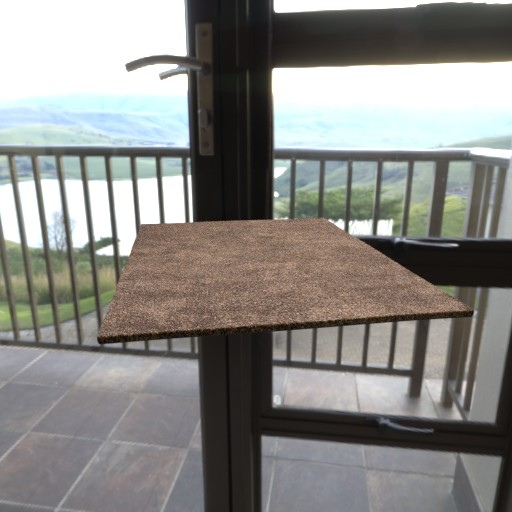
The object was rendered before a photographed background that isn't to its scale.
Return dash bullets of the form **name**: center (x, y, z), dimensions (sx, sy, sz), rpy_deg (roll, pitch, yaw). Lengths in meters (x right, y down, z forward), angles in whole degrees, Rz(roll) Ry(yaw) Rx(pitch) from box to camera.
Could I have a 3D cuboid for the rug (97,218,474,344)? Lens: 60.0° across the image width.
- **rug**: center (0.000, 0.000, 2.127), dimensions (1.198, 0.025, 1.601), rpy_deg (-3, 16, -9)
